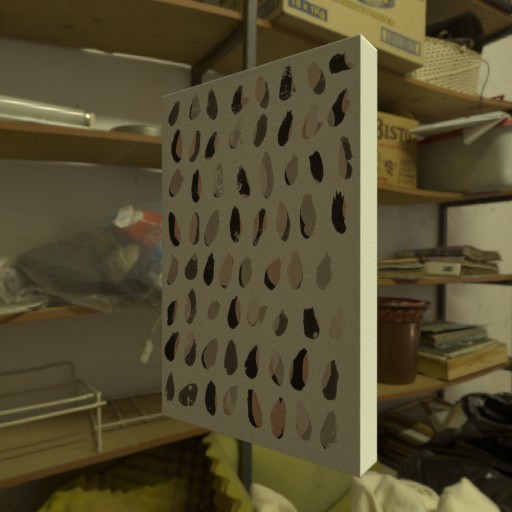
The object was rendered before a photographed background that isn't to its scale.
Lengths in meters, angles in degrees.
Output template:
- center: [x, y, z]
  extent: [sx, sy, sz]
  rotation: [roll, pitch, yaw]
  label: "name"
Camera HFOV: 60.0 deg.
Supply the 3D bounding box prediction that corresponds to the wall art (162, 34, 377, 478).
- center: [0.000, 0.000, 0.471]
  extent: [0.252, 0.381, 0.039]
  rotation: [0, 0, 37]
  label: "wall art"
